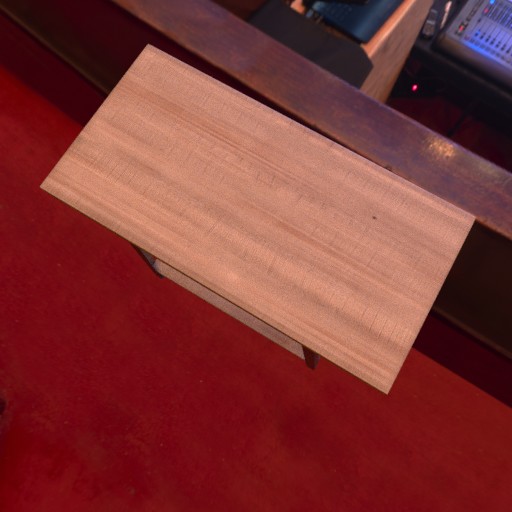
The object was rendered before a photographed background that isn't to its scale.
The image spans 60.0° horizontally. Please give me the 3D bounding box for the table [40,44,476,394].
[{"bbox_3d":[0.000,0.000,1.017,0.599,0.701,0.300,30,78,7],"label":"table"}]
